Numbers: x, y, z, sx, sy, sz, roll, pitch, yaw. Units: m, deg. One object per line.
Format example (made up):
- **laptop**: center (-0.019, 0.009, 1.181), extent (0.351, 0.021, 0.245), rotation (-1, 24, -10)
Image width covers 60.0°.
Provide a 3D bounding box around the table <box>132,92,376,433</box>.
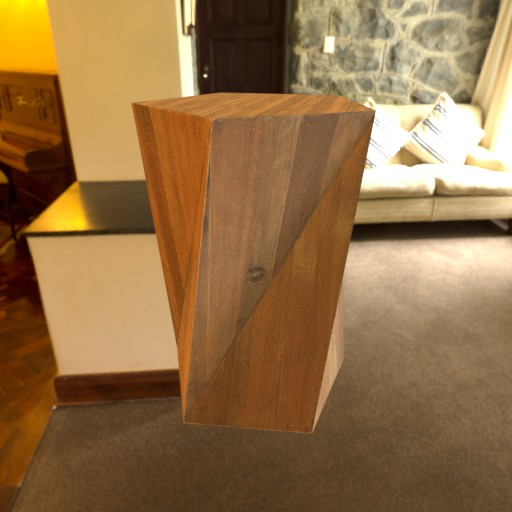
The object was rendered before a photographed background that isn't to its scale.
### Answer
- **table**: center (0.000, 0.000, 0.916), extent (0.441, 0.604, 0.425), rotation (16, 29, 32)
